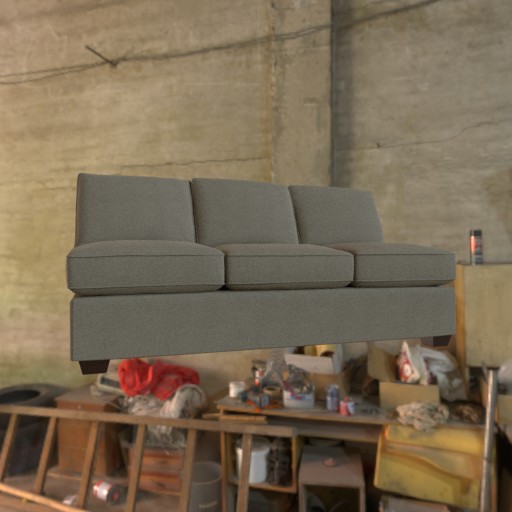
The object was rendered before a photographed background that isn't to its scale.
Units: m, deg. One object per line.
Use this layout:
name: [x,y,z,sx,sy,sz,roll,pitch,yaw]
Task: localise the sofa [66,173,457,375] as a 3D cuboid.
sofa: [0.000,0.000,2.708,2.092,1.036,1.127,0,0,-18]
